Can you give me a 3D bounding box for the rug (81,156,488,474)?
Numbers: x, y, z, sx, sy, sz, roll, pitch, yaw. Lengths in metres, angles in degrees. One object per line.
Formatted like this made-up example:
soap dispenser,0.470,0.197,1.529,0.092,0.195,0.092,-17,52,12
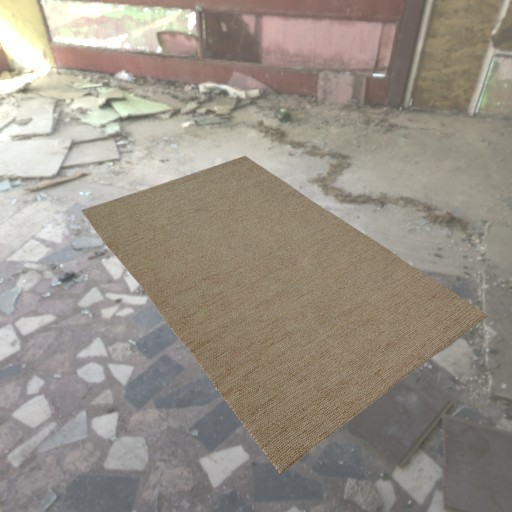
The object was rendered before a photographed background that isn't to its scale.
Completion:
rug,0.000,0.000,2.960,1.533,0.011,2.439,-25,46,-27
